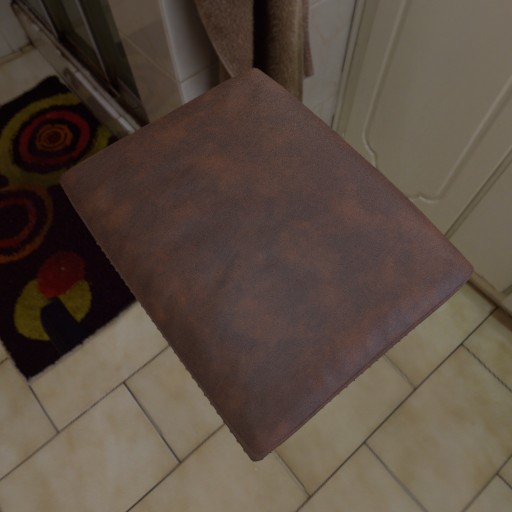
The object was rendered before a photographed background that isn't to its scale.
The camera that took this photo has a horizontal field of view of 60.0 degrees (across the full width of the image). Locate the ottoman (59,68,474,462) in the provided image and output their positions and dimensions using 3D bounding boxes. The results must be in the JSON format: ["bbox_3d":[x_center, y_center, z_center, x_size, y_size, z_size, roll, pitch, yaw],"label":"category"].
[{"bbox_3d":[0.000,0.000,1.096,0.586,0.486,0.742,-35,69,-15],"label":"ottoman"}]
